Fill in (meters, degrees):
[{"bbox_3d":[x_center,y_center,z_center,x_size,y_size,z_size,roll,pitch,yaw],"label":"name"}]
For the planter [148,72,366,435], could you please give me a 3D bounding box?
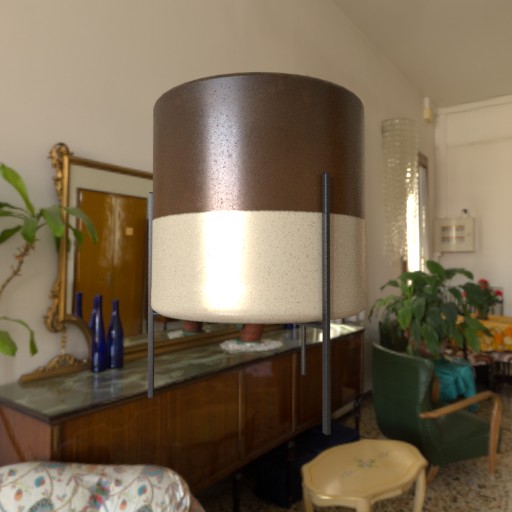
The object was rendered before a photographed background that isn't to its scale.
[{"bbox_3d":[0.000,0.000,0.731,0.354,0.465,0.345,0,-1,1],"label":"planter"}]
